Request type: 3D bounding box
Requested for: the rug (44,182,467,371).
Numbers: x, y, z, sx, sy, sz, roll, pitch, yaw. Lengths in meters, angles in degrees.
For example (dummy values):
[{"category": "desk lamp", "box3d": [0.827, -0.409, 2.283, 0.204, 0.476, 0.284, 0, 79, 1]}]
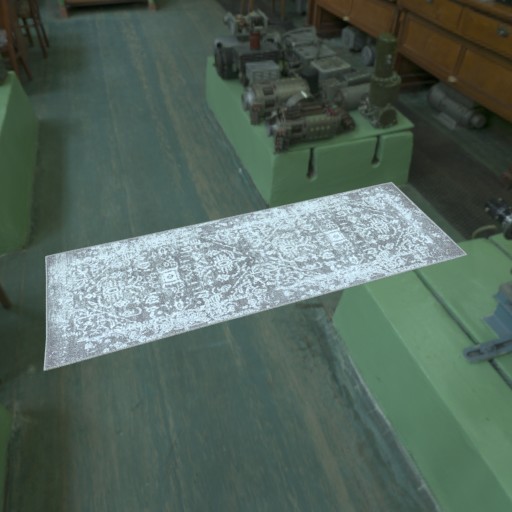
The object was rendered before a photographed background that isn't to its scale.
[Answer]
[{"category": "rug", "box3d": [0.000, 0.000, 2.710, 2.452, 0.017, 0.855, -14, 45, -14]}]
